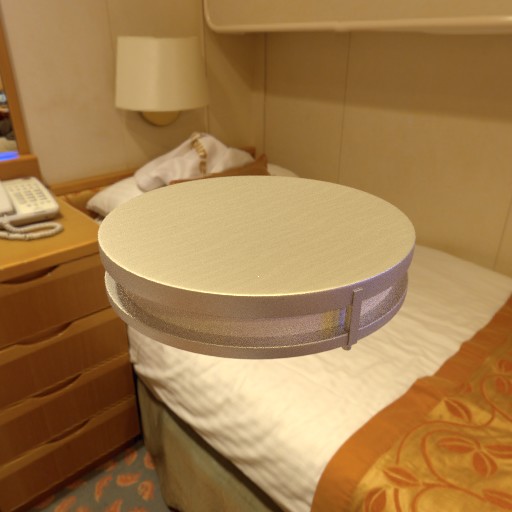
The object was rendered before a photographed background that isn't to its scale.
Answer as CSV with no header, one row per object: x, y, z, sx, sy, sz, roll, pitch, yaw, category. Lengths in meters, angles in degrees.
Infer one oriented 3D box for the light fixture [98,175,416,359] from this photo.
0.000,0.000,0.540,0.356,0.102,0.356,0,26,0,light fixture
